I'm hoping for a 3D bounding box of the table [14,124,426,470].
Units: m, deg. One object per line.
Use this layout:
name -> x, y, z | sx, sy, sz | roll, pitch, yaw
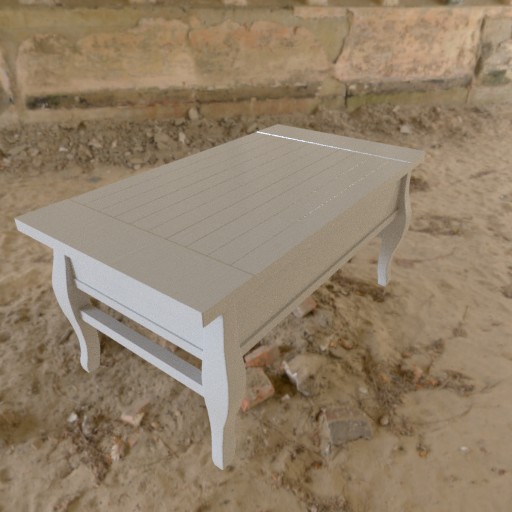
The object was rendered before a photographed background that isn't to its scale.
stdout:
table -> 0.000, 0.000, 1.351 | 0.600, 0.495, 1.062 | 21, 36, 31
